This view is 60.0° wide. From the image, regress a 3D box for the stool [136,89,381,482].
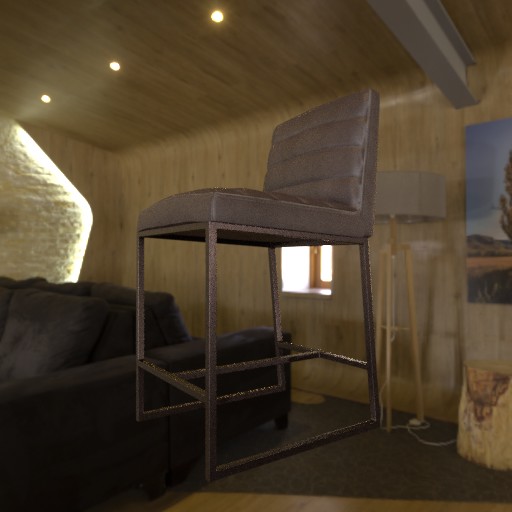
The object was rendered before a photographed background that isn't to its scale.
[{"bbox_3d":[0.000,0.000,1.256,0.562,0.946,0.463,0,-1,-35],"label":"stool"}]
